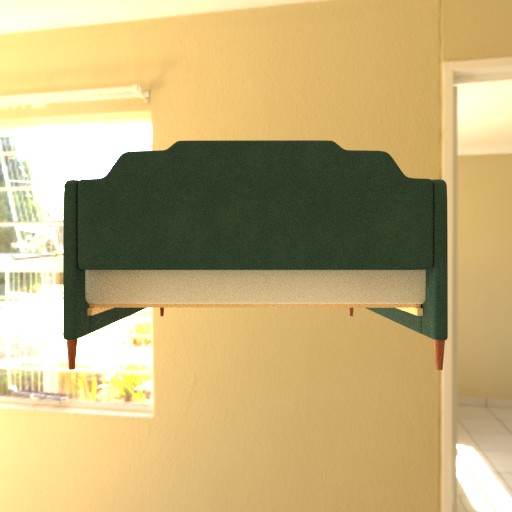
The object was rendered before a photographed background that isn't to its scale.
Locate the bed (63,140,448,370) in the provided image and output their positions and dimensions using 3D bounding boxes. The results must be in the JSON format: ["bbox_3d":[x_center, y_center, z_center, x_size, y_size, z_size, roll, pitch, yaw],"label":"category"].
[{"bbox_3d":[0.000,0.000,3.546,2.074,1.245,2.340,0,0,0],"label":"bed"}]
